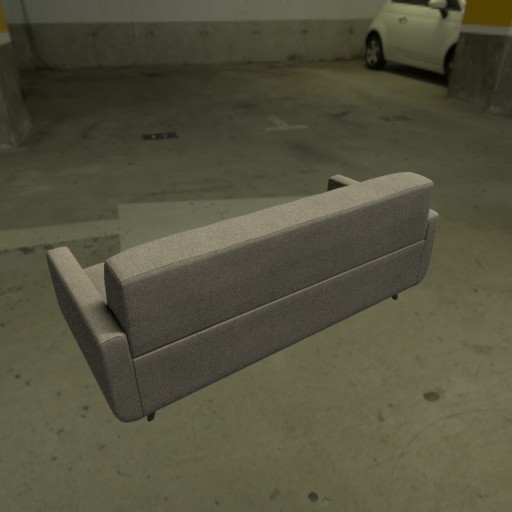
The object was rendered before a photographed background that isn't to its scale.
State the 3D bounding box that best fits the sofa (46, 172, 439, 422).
[{"bbox_3d":[0.000,0.000,2.513,2.029,0.841,0.909,-19,35,-30],"label":"sofa"}]
